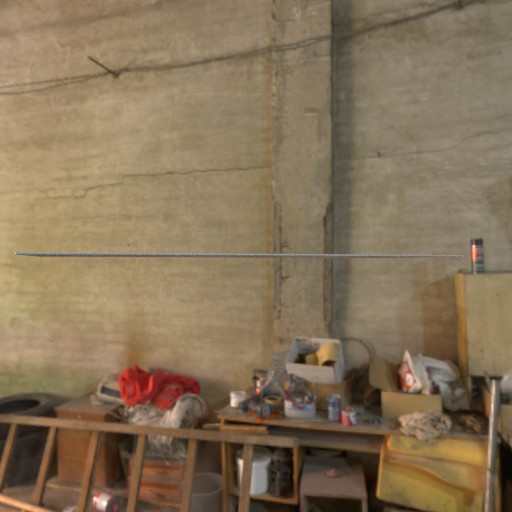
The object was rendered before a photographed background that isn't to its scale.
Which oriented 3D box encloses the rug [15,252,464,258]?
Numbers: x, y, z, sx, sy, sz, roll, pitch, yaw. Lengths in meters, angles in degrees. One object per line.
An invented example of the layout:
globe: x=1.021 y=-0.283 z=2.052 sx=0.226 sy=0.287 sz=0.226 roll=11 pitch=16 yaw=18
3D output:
rug: x=0.000 y=0.000 z=2.484 sx=2.294 sy=0.011 sz=0.666 roll=0 pitch=-1 yaw=-18
